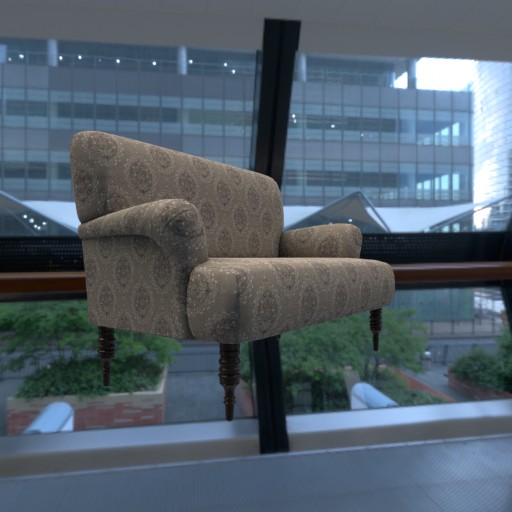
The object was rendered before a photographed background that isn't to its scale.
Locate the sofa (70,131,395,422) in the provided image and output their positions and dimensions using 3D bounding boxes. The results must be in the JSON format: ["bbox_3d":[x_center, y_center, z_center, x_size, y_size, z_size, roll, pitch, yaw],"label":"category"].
[{"bbox_3d":[0.000,0.000,1.806,0.779,0.889,1.297,0,0,36],"label":"sofa"}]
